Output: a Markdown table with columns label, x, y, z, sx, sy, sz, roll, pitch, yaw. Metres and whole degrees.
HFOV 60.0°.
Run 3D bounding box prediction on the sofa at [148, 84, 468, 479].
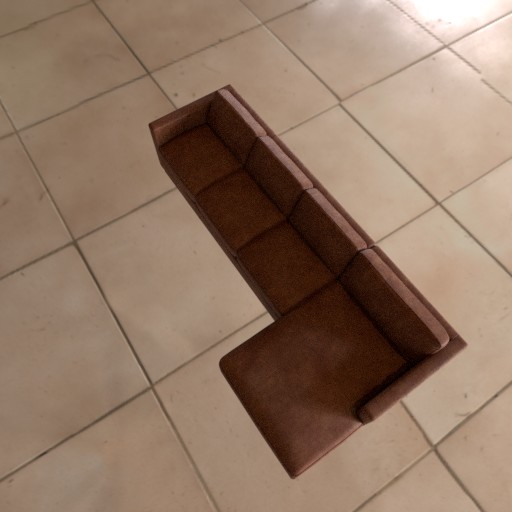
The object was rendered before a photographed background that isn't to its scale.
| label | x | y | z | sx | sy | sz | roll | pitch | yaw |
| --- | --- | --- | --- | --- | --- | --- | --- | --- | --- |
| sofa | 0.000 | 0.000 | 3.875 | 1.581 | 0.883 | 3.203 | -32 | 68 | -15 |
